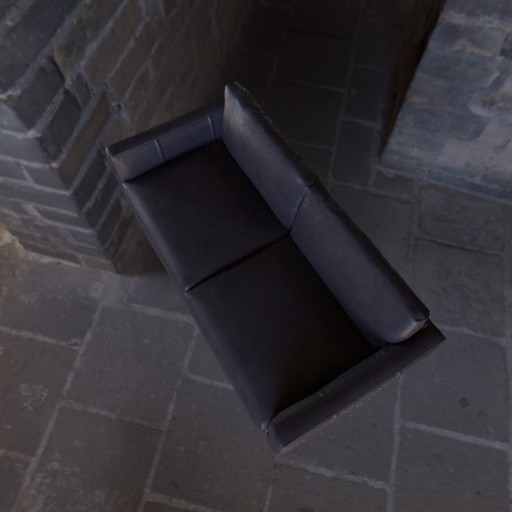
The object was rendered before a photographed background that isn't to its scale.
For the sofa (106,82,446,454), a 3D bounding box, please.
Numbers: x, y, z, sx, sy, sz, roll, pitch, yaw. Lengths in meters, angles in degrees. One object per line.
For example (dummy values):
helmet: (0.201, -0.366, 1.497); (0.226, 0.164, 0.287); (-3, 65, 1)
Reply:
sofa: (0.000, 0.000, 2.360); (0.947, 0.883, 1.805); (-31, 68, -14)
